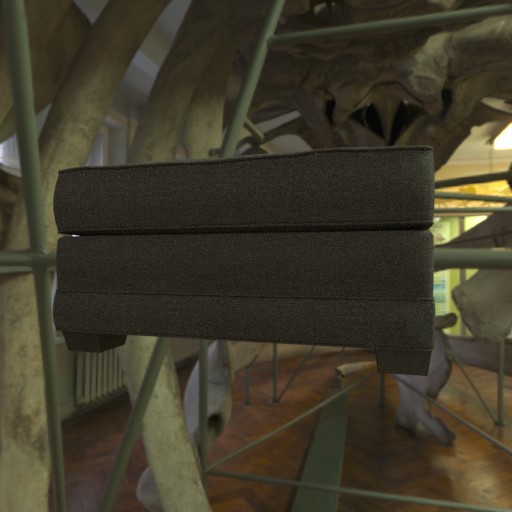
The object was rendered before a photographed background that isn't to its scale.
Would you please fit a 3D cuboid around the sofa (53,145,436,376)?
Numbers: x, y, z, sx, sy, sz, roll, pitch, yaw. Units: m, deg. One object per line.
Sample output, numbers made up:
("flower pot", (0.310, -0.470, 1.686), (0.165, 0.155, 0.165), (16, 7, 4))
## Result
("sofa", (0.000, 0.000, 1.189), (0.854, 0.457, 0.578), (0, 0, 17))
